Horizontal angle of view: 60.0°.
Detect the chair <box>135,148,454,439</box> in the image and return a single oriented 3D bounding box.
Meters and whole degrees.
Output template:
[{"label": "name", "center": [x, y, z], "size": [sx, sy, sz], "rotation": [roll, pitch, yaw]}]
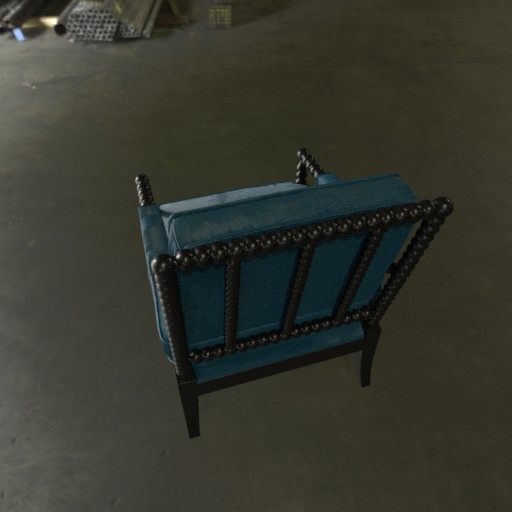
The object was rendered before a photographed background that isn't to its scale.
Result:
[{"label": "chair", "center": [0.000, 0.000, 1.415], "size": [0.688, 0.857, 0.805], "rotation": [-12, 44, -13]}]
